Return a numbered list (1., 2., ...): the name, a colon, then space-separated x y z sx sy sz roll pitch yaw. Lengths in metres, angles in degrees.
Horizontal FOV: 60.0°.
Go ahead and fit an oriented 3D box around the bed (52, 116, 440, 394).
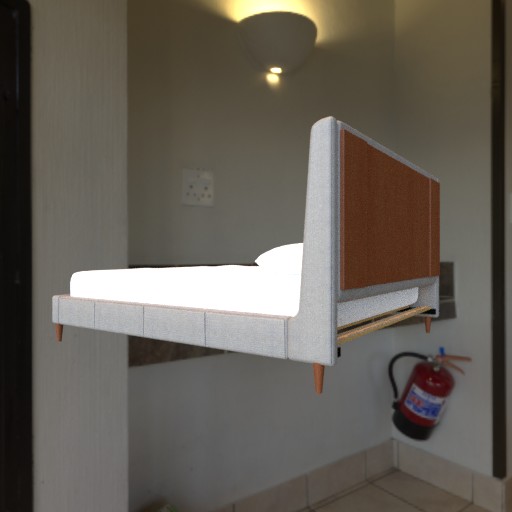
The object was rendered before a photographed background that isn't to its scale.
1. bed: 0.000 0.000 3.520 2.342 1.289 2.062 0 0 35
